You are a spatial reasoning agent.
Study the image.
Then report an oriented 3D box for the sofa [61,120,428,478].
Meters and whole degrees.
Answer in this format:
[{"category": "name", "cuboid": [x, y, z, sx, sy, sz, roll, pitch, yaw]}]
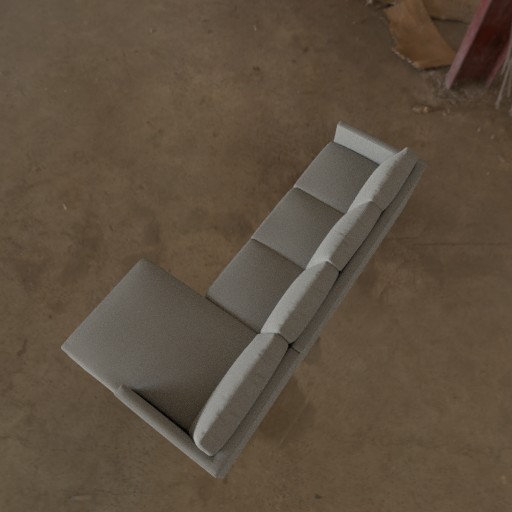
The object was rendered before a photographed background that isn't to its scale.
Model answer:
[{"category": "sofa", "cuboid": [0.000, 0.000, 3.895, 1.622, 0.867, 3.177, 32, 67, 15]}]
